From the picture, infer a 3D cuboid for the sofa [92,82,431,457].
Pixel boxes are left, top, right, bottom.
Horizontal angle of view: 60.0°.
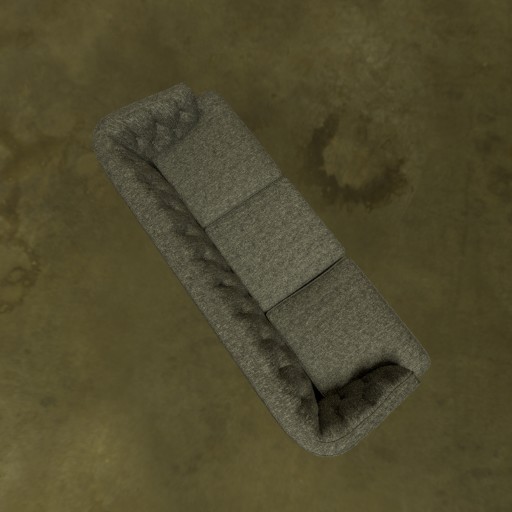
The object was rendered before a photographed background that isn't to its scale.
[{"bbox_3d":[0.000,0.000,2.760,0.941,0.855,2.278,-35,78,-9],"label":"sofa"}]
